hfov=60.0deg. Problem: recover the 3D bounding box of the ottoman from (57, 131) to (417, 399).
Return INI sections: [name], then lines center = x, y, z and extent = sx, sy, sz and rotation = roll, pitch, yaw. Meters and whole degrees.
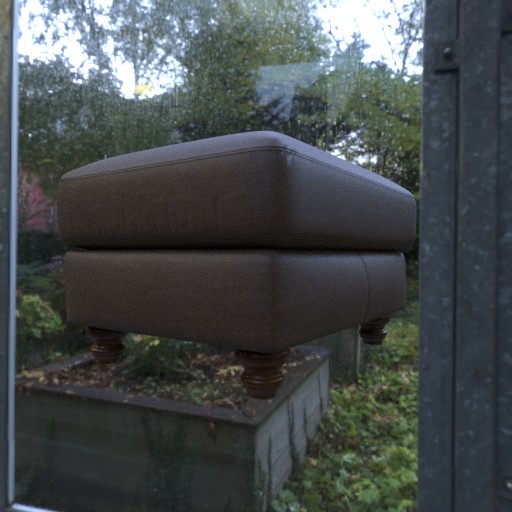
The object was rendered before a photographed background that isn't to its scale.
[ottoman]
center = 0.000, 0.000, 1.166
extent = 0.635, 0.508, 0.787
rotation = 0, 0, 35
